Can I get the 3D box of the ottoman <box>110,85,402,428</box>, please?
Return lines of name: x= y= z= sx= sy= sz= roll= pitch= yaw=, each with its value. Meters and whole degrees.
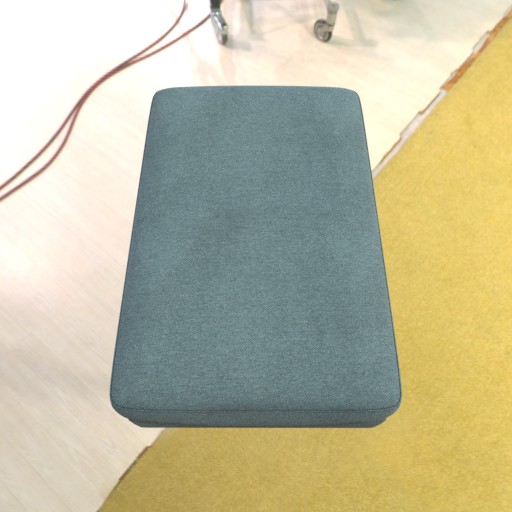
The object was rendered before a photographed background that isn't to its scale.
ottoman: x=0.000 y=0.000 z=1.179 sx=0.584 sy=0.483 sz=0.864 roll=0 pitch=63 yaw=0
